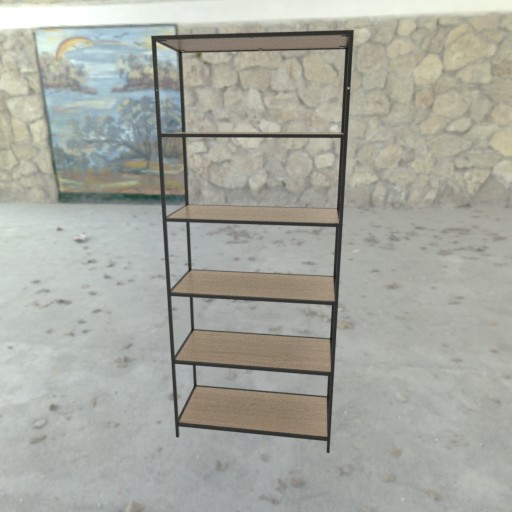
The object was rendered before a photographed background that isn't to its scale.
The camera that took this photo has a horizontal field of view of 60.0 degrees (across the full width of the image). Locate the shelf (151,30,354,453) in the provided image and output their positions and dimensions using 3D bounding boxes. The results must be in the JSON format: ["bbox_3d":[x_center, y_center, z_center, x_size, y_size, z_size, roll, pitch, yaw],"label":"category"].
[{"bbox_3d":[0.000,0.000,2.093,0.770,1.850,0.350,2,17,8],"label":"shelf"}]
